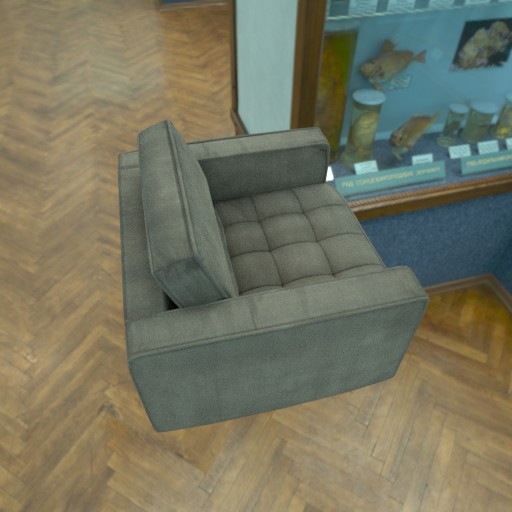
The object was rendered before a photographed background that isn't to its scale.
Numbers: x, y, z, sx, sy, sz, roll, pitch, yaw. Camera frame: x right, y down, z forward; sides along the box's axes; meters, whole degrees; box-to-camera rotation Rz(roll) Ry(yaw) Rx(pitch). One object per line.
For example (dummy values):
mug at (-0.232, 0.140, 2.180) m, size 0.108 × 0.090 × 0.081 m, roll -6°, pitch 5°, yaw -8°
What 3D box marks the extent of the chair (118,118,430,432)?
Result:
chair at (0.000, 0.000, 1.526) m, size 0.843 × 0.773 × 0.928 m, roll -10°, pitch 47°, yaw -9°
